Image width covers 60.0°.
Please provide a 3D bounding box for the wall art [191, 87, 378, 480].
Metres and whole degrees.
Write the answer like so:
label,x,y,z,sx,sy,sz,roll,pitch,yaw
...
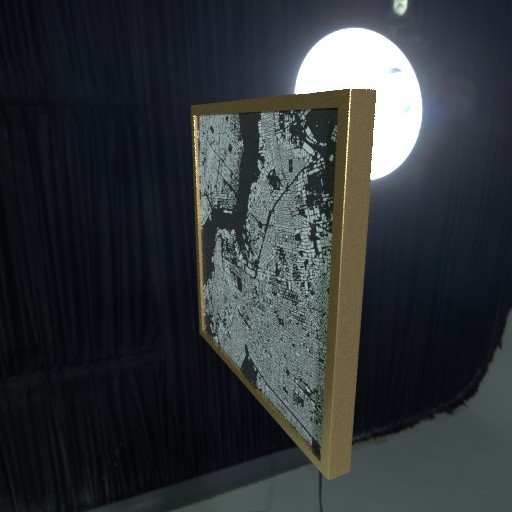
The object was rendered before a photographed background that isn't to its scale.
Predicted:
label,x,y,z,sx,sy,sz,roll,pitch,yaw
wall art,0.000,0.000,0.458,0.023,0.305,0.305,-8,18,-26
